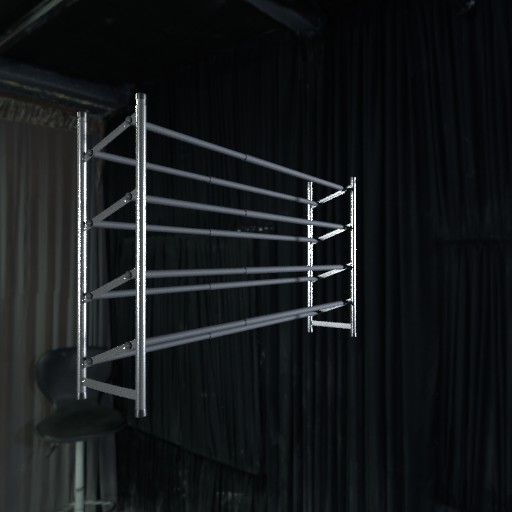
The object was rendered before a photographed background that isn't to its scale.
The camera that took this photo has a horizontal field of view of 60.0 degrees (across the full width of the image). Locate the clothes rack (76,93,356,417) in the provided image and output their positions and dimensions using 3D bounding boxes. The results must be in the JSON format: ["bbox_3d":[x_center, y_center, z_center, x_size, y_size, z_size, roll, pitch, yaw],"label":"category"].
[{"bbox_3d":[0.000,0.000,1.454,0.229,0.672,1.168,0,0,35],"label":"clothes rack"}]
